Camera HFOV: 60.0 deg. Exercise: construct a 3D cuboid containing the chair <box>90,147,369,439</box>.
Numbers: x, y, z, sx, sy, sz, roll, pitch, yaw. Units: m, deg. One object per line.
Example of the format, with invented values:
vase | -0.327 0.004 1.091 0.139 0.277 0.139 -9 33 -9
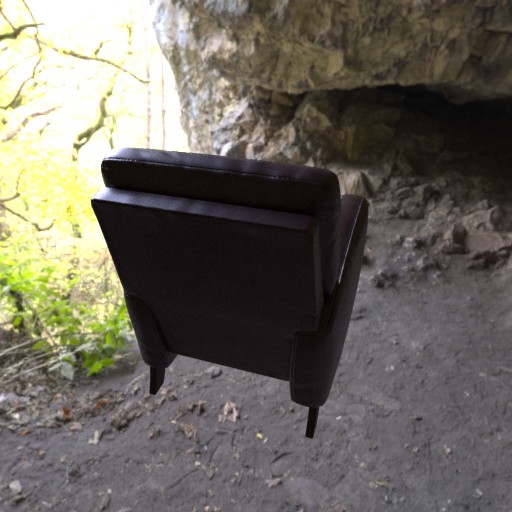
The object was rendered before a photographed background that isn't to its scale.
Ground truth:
chair | 0.000 0.000 1.681 0.762 0.990 0.990 10 32 16
